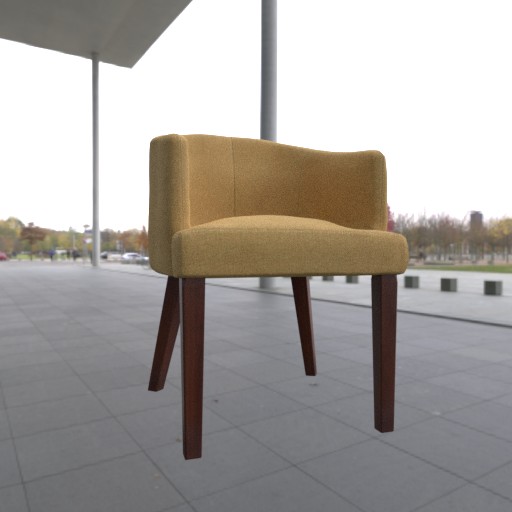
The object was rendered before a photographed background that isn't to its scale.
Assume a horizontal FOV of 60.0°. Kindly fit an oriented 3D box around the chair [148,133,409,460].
[{"bbox_3d":[0.000,0.000,1.235,0.583,0.811,0.655,0,1,-18],"label":"chair"}]
